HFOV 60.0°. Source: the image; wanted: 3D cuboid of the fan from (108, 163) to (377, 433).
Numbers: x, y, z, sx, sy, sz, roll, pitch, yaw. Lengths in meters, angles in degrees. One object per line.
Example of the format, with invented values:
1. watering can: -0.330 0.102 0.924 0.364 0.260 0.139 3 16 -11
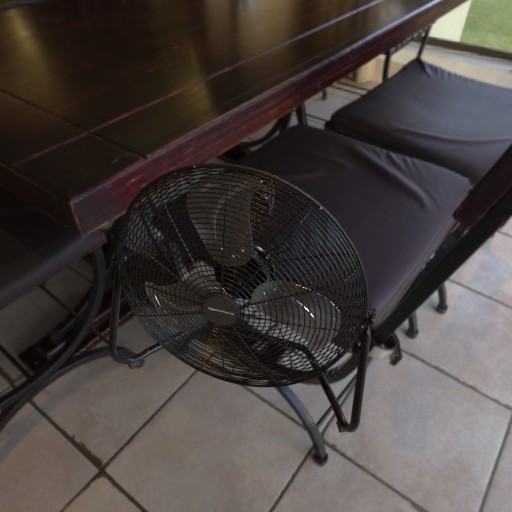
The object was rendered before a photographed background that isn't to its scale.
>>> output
1. fan: 0.000 0.000 0.939 0.555 0.546 0.424 12 44 13
